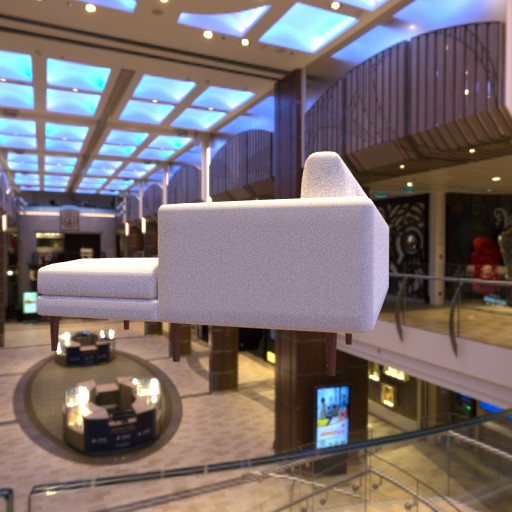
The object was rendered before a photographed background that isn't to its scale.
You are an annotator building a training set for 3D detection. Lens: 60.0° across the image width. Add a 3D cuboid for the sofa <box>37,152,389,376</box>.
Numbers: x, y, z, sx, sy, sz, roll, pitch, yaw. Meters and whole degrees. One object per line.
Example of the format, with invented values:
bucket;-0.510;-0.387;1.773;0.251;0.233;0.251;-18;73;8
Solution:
sofa;0.000;0.000;2.842;1.580;0.899;2.029;0;1;18
